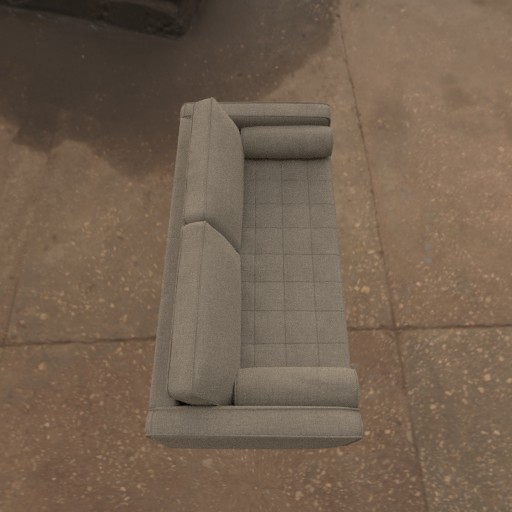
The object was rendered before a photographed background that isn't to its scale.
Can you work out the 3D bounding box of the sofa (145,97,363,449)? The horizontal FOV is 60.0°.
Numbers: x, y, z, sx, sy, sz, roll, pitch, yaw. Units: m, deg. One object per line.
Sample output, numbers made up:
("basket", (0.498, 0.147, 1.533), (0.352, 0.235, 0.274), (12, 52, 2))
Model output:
("sofa", (0.000, 0.000, 2.372), (0.914, 0.762, 1.879), (0, 62, 0))
